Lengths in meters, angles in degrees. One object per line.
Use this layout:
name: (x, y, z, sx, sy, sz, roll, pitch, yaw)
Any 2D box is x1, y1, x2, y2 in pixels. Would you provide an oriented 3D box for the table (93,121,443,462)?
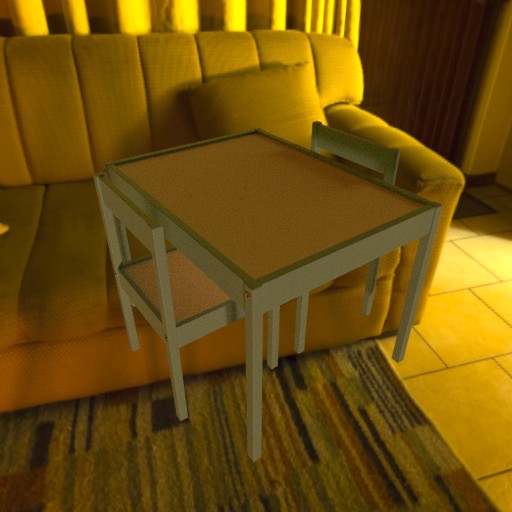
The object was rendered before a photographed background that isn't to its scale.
table: (0.000, 0.000, 1.115, 0.633, 0.503, 0.639, -22, 39, -30)
